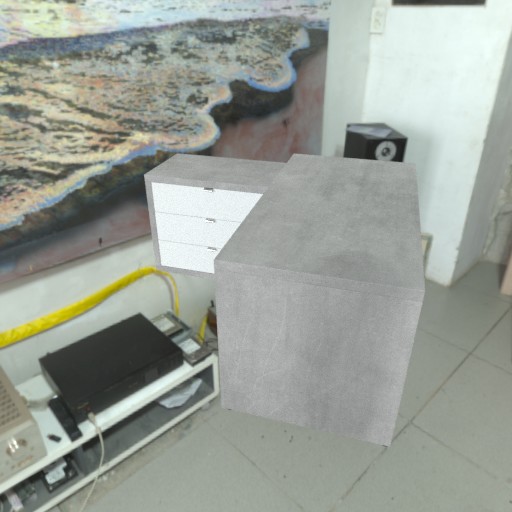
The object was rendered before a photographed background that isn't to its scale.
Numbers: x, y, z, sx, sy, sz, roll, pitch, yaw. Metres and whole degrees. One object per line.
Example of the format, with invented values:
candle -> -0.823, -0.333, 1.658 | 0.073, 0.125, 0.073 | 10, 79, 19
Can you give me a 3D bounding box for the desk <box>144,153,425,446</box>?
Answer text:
desk -> 0.000, 0.000, 2.322 | 1.500, 0.740, 1.400 | 8, 30, 14
